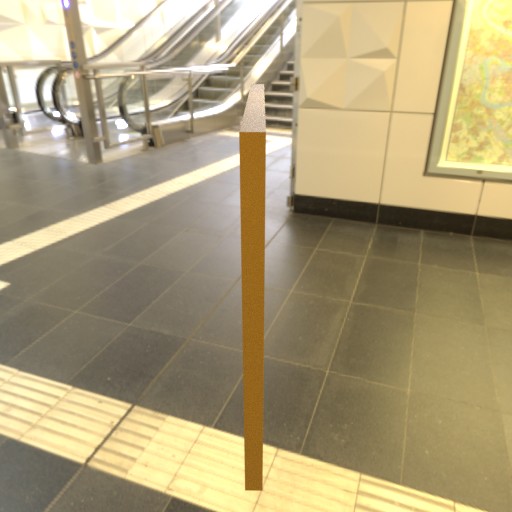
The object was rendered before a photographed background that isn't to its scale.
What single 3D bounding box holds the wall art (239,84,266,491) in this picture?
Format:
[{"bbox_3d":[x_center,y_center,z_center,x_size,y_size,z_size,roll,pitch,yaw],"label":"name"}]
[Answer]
[{"bbox_3d":[0.000,0.000,1.138,0.038,0.762,0.762,0,26,1],"label":"wall art"}]
